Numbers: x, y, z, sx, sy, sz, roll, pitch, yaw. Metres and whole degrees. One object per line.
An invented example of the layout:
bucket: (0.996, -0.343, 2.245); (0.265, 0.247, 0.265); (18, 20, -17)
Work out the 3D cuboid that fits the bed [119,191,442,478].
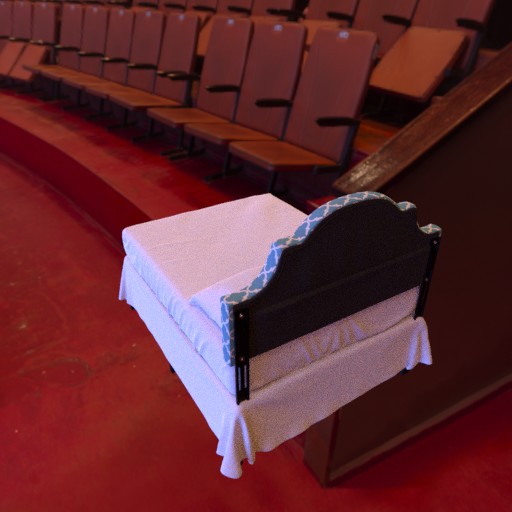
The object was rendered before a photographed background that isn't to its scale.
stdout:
bed: (0.000, 0.000, 3.409); (1.780, 1.633, 2.222); (-17, 34, -27)
